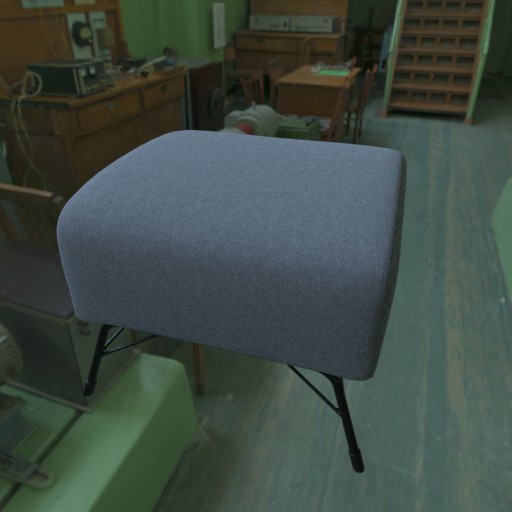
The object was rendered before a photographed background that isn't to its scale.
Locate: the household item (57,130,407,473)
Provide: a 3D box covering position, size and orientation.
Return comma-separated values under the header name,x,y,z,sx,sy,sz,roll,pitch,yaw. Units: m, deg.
name,x,y,z,sx,sy,sz,roll,pitch,yaw
household item,0.000,0.000,0.884,0.530,0.410,0.530,9,33,15
